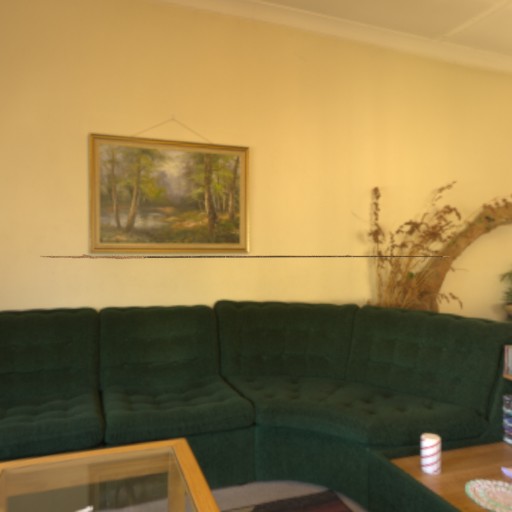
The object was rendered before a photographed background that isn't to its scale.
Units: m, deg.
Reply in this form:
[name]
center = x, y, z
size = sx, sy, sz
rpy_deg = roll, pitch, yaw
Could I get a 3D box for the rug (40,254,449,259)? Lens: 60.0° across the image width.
[rug]
center = 0.000, 0.000, 1.899
size = 1.541, 0.013, 0.920
rpy_deg = 0, 0, -37
